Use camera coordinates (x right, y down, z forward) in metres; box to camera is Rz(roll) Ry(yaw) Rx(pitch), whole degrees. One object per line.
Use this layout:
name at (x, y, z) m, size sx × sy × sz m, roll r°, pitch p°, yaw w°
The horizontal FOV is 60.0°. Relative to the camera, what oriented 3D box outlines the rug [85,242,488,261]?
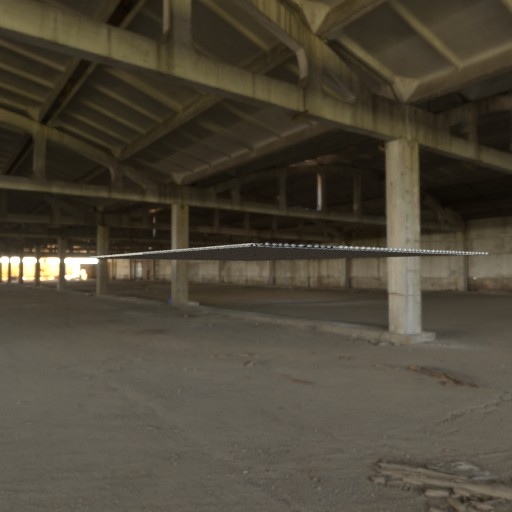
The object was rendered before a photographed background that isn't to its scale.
rug at (0.000, 0.000, 2.986) m, size 1.600 × 0.013 × 2.312 m, roll 1°, pitch -2°, yaw -36°
